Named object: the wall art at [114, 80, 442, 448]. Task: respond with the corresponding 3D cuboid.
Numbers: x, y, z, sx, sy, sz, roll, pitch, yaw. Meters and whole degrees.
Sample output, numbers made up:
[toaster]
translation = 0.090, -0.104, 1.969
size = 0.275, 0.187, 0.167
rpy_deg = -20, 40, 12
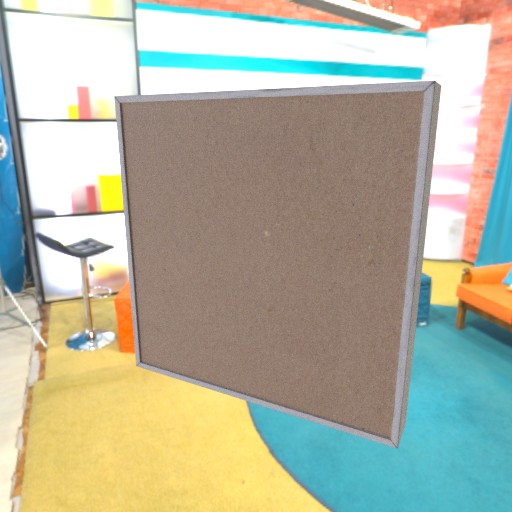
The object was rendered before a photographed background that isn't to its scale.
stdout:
[wall art]
translation = 0.000, 0.000, 0.437
size = 0.305, 0.305, 0.038
rpy_deg = 8, 18, 27
